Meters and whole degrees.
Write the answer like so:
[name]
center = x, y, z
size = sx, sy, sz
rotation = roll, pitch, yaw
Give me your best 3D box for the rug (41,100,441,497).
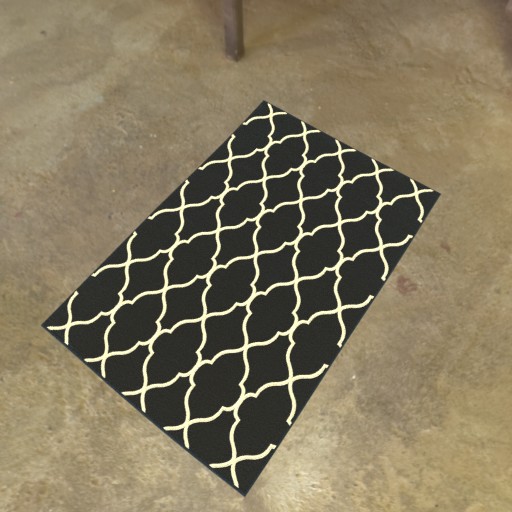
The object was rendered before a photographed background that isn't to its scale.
[rug]
center = 0.000, 0.000, 2.852
size = 1.528, 0.014, 2.294
rotation = 33, 67, 16
